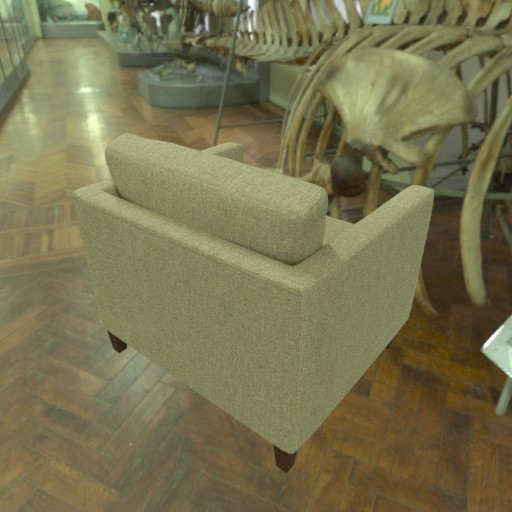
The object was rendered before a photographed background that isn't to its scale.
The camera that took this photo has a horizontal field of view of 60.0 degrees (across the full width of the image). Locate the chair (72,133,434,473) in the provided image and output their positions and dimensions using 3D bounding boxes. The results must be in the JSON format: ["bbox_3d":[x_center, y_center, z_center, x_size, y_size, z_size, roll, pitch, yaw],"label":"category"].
[{"bbox_3d":[0.000,0.000,1.851,1.107,0.987,0.959,22,36,33],"label":"chair"}]
